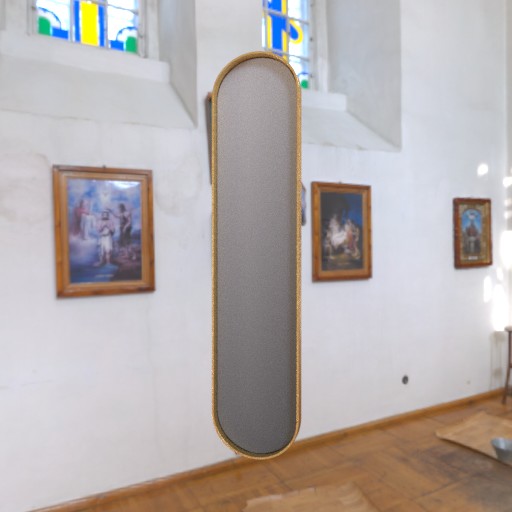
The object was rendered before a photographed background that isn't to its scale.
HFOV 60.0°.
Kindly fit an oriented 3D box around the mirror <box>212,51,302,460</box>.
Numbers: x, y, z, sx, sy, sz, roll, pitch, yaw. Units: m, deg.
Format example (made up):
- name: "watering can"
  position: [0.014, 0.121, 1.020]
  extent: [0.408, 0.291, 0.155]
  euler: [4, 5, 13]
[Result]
- name: "mirror"
  position: [0.000, 0.000, 1.091]
  extent: [0.222, 0.991, 0.032]
  euler: [0, 0, 17]
